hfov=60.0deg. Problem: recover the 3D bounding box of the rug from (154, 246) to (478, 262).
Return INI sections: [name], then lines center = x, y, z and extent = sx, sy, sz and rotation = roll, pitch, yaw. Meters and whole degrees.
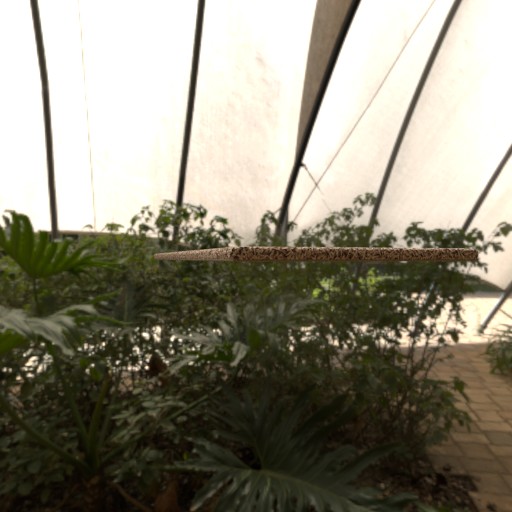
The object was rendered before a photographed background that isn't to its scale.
[rug]
center = 0.000, 0.000, 1.669
extent = 0.609, 0.030, 1.524
rotation = 0, 0, -18
